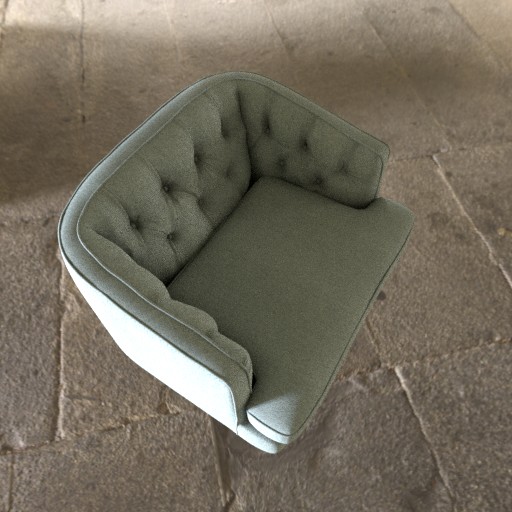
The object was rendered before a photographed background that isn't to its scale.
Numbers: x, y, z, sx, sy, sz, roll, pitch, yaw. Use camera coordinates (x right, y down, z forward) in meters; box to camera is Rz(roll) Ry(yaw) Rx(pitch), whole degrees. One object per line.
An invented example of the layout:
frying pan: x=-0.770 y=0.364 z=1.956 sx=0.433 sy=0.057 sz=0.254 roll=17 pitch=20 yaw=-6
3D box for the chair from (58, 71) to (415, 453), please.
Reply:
chair: x=0.000 y=0.000 z=1.704 sx=0.945 sy=0.852 sz=1.094 roll=28 pitch=61 yaw=17
